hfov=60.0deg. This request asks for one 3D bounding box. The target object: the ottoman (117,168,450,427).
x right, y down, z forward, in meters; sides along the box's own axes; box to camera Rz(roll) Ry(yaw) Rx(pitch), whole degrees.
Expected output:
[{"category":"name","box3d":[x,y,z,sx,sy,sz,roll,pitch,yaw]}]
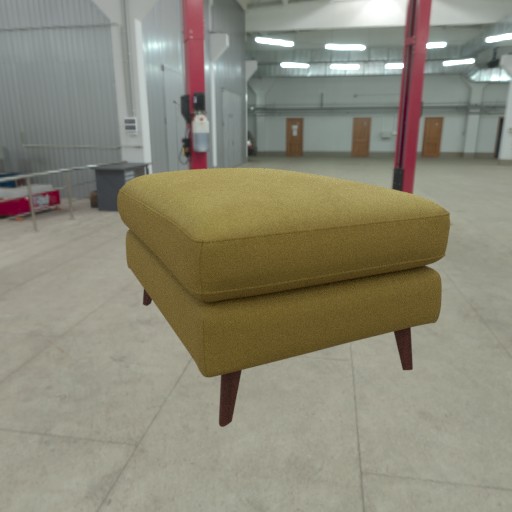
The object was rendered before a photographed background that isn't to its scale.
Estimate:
[{"category":"ottoman","box3d":[0.000,0.000,1.217,0.608,0.449,0.811,-8,18,-25]}]
